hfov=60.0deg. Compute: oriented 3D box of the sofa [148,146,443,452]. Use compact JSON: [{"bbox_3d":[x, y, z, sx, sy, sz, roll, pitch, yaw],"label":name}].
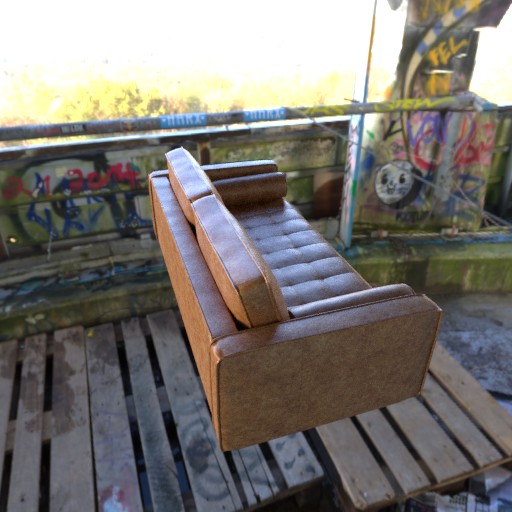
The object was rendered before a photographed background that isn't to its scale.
[{"bbox_3d":[0.000,0.000,2.445,0.924,0.825,1.920,-10,32,-16],"label":"sofa"}]
